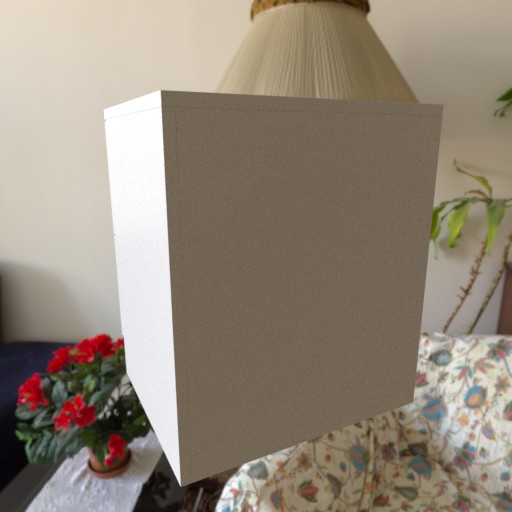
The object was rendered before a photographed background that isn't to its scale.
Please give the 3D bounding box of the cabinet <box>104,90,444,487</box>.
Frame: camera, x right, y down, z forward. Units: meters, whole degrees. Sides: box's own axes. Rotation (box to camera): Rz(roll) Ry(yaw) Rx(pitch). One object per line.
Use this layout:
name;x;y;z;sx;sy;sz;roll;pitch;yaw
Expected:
cabinet;0.000;0.000;0.740;0.400;0.470;0.360;-8;16;-27
